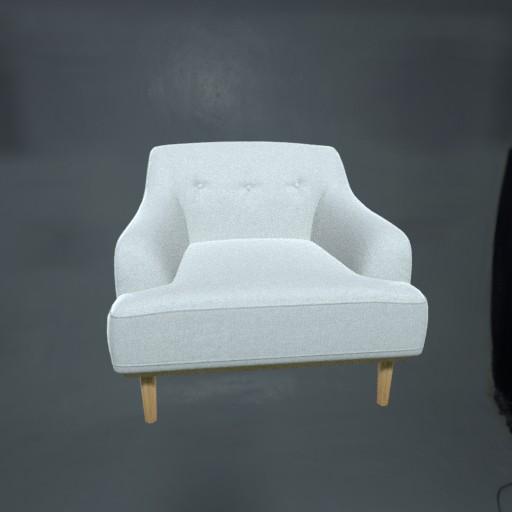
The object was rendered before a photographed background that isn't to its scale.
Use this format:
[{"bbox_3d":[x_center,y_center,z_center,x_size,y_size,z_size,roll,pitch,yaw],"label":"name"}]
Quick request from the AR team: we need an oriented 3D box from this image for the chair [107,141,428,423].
[{"bbox_3d":[0.000,0.000,1.678,0.946,0.818,0.951,-2,16,-7],"label":"chair"}]
